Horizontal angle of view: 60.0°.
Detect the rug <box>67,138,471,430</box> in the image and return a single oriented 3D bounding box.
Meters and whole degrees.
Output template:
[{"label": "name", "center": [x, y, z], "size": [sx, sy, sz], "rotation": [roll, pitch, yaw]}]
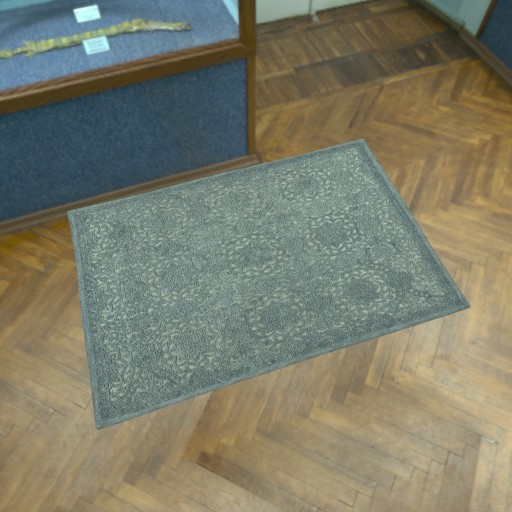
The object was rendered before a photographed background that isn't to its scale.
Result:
[{"label": "rug", "center": [0.000, 0.000, 2.330], "size": [1.830, 0.016, 1.224], "rotation": [-16, 60, -9]}]
